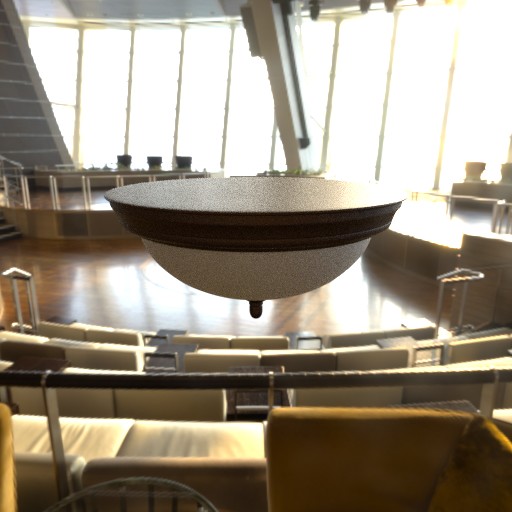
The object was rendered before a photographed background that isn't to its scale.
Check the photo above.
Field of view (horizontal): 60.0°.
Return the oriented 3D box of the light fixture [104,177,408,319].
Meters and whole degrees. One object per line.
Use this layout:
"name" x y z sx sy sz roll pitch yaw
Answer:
"light fixture" 0.000 0.000 0.447 0.280 0.135 0.280 0 15 0
